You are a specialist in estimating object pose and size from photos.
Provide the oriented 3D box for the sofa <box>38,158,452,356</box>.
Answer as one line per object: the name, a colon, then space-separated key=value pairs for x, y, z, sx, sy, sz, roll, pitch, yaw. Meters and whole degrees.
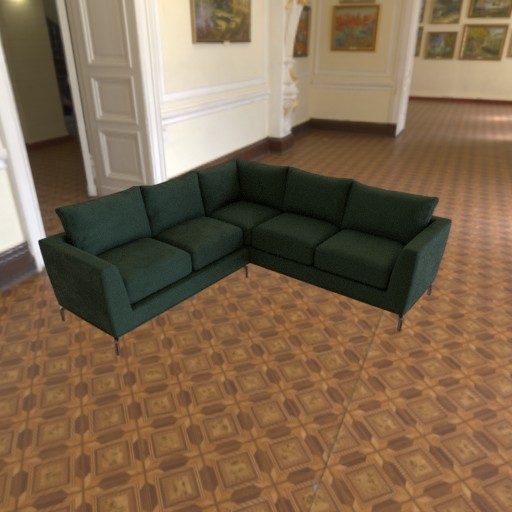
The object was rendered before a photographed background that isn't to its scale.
sofa: x=0.000 y=0.000 z=3.774 sx=2.452 sy=1.004 sz=2.468 roll=19 pitch=31 yaw=33
